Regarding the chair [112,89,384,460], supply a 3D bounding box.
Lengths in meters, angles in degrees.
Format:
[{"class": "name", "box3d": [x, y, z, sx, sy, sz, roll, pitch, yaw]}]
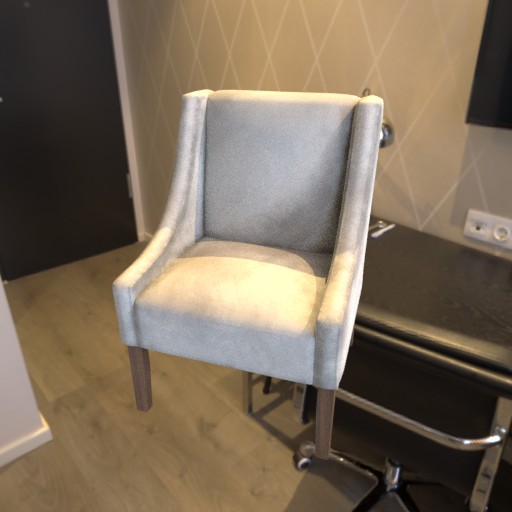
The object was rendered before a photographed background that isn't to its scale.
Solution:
[{"class": "chair", "box3d": [0.000, 0.000, 1.351, 0.629, 0.895, 0.629, 8, 27, 16]}]
